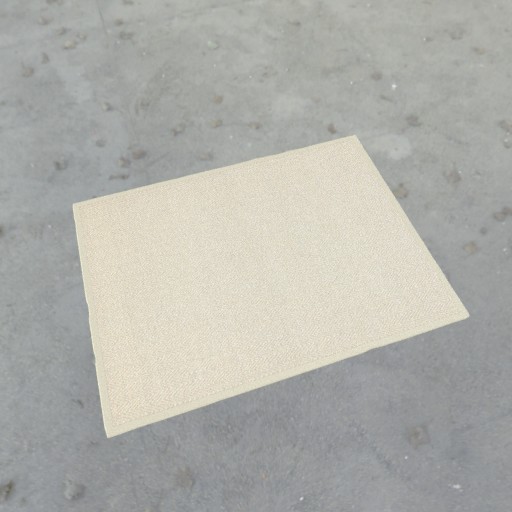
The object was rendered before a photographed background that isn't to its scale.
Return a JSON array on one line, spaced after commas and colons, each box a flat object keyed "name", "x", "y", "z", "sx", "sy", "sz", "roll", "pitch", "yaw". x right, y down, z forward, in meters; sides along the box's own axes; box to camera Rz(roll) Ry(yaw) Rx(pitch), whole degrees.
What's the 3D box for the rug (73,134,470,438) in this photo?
[{"name": "rug", "x": 0.000, "y": 0.000, "z": 4.848, "sx": 3.659, "sy": 0.037, "sz": 2.734, "roll": -16, "pitch": 60, "yaw": -10}]
